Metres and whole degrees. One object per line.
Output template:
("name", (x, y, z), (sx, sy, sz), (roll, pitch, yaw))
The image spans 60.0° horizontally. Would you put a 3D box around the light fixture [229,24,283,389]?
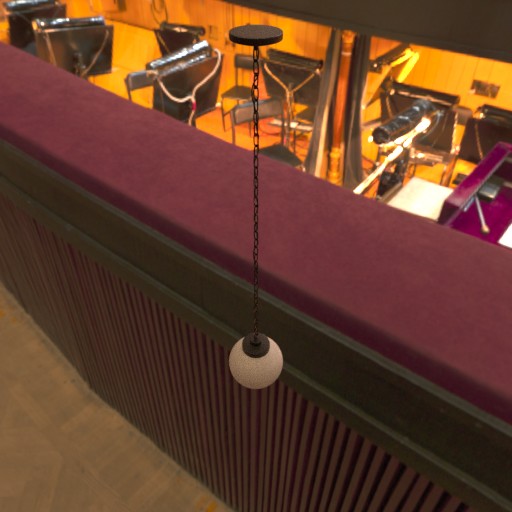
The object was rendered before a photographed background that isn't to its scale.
("light fixture", (0.000, 0.000, 2.007), (0.304, 1.867, 0.305), (27, 47, 28))
